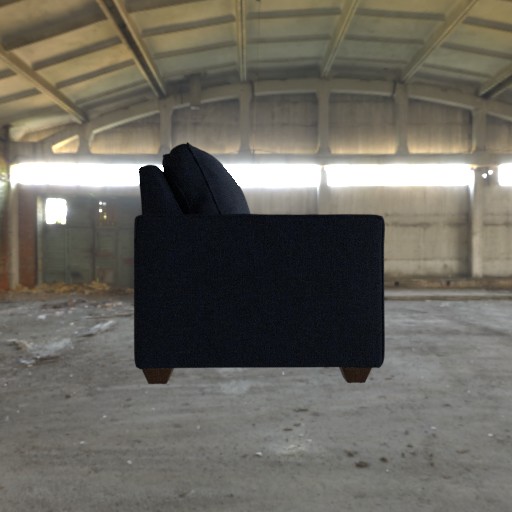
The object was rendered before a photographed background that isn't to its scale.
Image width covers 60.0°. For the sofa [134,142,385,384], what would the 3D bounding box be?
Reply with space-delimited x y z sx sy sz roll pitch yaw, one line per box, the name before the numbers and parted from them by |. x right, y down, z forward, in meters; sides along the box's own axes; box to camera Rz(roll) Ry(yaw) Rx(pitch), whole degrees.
sofa | 0.000 0.000 2.592 0.940 0.919 2.080 0 0 -1
